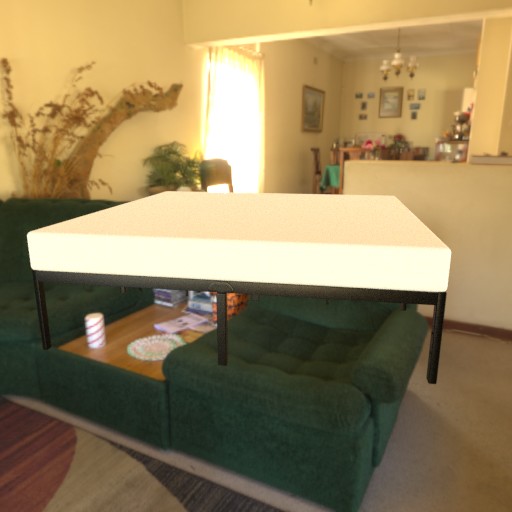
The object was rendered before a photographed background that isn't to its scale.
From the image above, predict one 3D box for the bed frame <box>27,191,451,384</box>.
[{"bbox_3d":[0.000,0.000,3.100,2.079,0.659,1.963,3,15,10],"label":"bed frame"}]
